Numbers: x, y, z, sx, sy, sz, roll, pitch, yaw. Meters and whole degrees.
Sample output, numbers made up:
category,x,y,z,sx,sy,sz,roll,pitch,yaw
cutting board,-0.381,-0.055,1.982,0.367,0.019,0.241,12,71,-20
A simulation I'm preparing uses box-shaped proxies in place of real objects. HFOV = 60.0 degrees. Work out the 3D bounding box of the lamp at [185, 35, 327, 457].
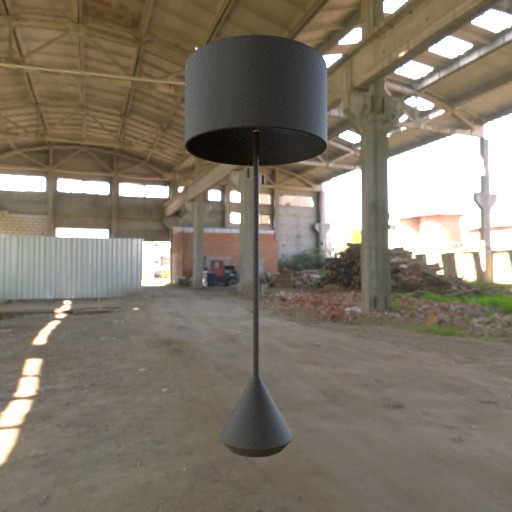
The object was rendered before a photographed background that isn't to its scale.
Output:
category,x,y,z,sx,sy,sz,roll,pitch,yaw
lamp,0.000,0.000,1.808,0.580,1.526,0.580,-1,-2,36
